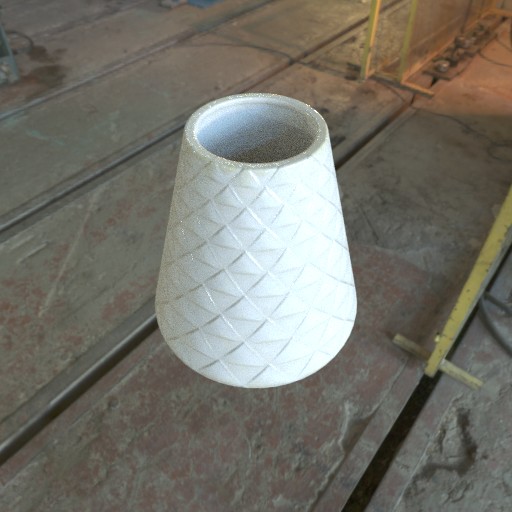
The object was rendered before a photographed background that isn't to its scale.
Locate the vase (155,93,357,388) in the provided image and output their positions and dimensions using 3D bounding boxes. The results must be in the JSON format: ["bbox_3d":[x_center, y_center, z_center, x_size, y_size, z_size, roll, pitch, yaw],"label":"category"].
[{"bbox_3d":[0.000,0.000,0.354,0.175,0.230,0.175,0,47,0],"label":"vase"}]
